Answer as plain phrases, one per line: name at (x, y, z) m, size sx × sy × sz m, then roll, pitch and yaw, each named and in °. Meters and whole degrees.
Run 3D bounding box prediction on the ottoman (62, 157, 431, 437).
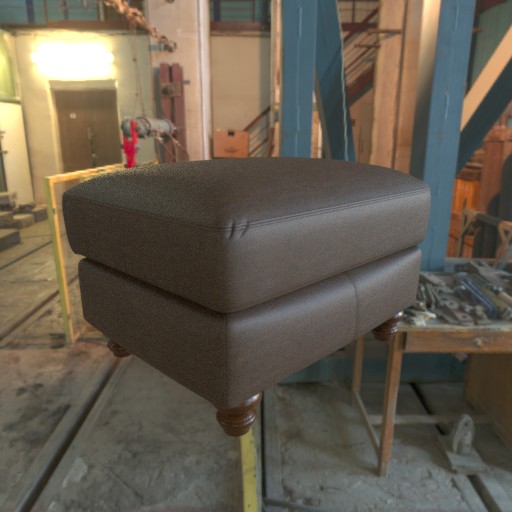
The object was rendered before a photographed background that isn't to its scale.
ottoman at (0.000, 0.000, 1.188) m, size 0.635 × 0.508 × 0.787 m, roll 15°, pitch 21°, yaw 43°
